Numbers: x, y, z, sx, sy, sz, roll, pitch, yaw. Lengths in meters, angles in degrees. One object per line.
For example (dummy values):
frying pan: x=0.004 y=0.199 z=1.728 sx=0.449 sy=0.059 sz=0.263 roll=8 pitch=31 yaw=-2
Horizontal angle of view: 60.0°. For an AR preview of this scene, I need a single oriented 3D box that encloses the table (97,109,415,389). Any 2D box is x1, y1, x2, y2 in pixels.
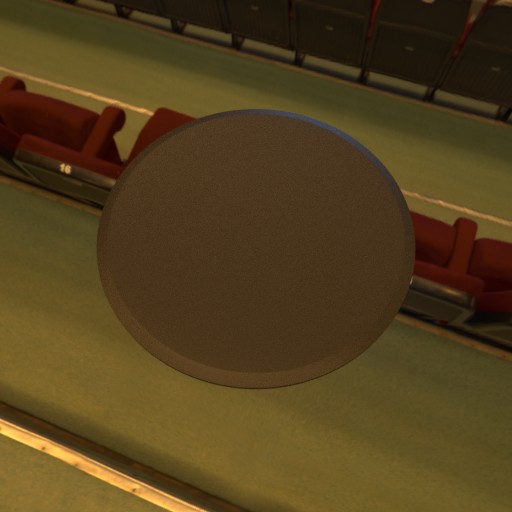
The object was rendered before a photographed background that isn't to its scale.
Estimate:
table: x=0.000 y=0.000 z=1.436 sx=0.900 sy=0.400 sz=0.900 roll=0 pitch=63 yaw=0
